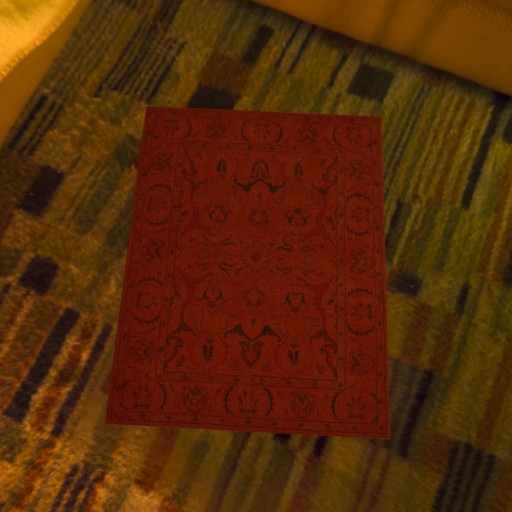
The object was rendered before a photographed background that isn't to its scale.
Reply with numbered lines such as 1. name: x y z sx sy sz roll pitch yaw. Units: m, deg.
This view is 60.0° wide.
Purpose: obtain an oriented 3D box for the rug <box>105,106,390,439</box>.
1. rug: 0.000 0.000 3.945 2.300 0.012 2.929 3 75 1
